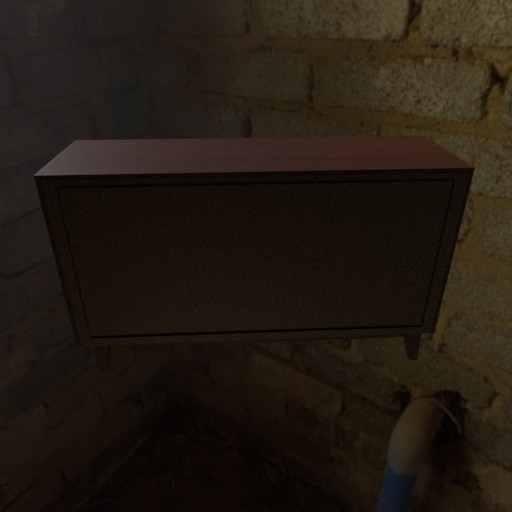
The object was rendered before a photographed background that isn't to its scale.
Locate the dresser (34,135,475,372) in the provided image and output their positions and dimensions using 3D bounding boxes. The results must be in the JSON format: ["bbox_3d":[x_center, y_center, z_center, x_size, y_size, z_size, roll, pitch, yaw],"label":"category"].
[{"bbox_3d":[0.000,0.000,2.061,1.609,0.971,0.499,-2,29,-3],"label":"dresser"}]
